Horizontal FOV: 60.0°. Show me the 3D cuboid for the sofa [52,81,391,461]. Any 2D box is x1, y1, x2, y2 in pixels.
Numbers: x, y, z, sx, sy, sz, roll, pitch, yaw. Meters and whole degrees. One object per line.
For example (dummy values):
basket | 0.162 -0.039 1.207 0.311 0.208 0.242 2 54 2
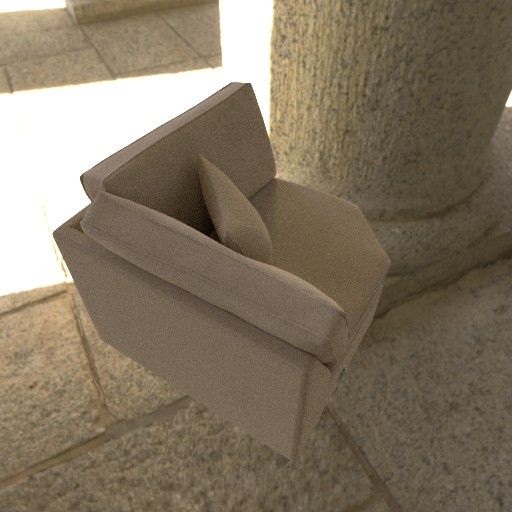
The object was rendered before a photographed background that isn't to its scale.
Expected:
sofa | 0.000 0.000 1.853 1.050 0.937 1.042 26 52 22
